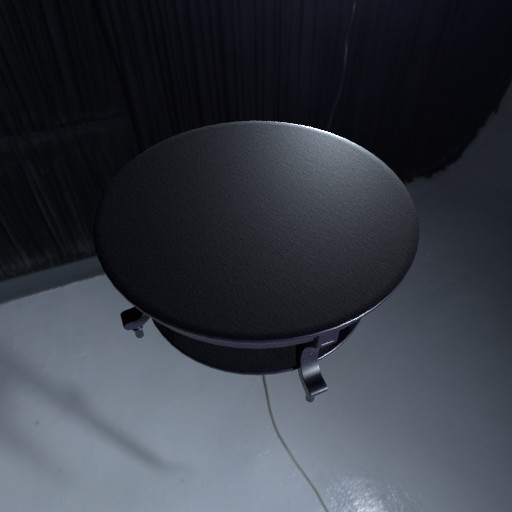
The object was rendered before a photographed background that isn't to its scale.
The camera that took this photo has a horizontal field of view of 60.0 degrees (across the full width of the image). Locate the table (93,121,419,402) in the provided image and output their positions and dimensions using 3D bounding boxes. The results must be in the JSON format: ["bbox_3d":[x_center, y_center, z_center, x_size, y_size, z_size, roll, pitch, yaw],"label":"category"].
[{"bbox_3d":[0.000,0.000,1.612,1.029,0.491,1.029,0,47,0],"label":"table"}]
